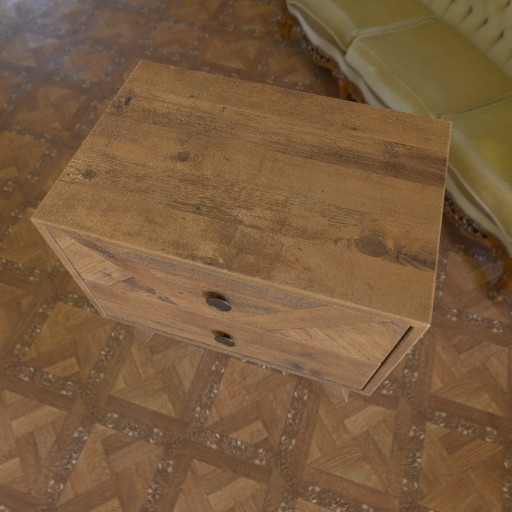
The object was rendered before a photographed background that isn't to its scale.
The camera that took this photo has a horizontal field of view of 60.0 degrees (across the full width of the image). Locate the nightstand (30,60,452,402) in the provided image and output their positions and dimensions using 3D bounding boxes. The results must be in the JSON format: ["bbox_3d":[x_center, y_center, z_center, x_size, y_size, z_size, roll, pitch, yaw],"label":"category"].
[{"bbox_3d":[0.000,0.000,1.042,0.650,0.599,0.450,14,60,9],"label":"nightstand"}]
